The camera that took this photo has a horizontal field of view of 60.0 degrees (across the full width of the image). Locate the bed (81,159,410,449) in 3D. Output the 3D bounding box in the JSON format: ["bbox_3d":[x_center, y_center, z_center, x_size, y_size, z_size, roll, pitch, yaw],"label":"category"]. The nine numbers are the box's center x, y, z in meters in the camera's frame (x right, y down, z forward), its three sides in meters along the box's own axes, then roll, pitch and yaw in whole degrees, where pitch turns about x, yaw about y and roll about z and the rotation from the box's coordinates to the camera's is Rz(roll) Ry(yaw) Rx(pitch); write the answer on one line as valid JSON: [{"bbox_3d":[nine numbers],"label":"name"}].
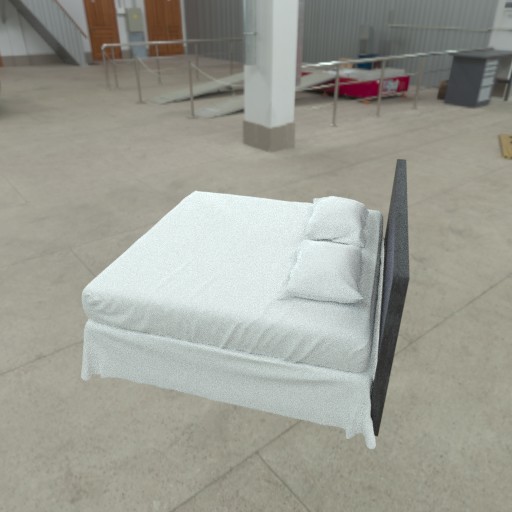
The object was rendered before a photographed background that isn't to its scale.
[{"bbox_3d":[0.000,0.000,3.532,2.165,1.158,2.255,8,30,14],"label":"bed"}]
